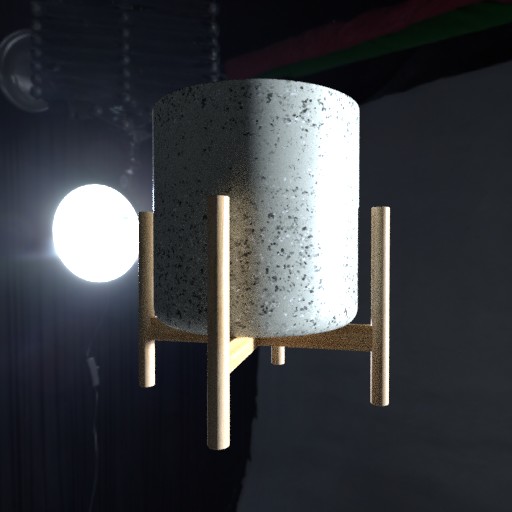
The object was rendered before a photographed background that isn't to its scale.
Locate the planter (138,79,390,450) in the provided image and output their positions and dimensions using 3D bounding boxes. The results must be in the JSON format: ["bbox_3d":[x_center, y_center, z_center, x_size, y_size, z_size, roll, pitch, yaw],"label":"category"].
[{"bbox_3d":[0.000,0.000,0.671,0.360,0.419,0.360,1,1,36],"label":"planter"}]
